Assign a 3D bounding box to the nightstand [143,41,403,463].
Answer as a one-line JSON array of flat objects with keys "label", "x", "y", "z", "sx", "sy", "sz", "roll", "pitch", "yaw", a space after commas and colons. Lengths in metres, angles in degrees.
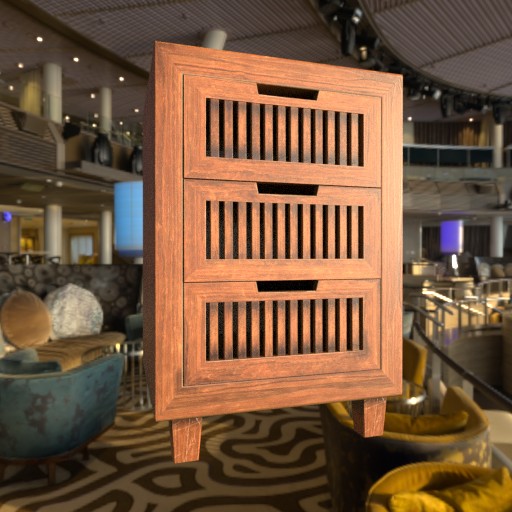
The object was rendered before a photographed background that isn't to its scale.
[{"label": "nightstand", "x": 0.000, "y": 0.000, "z": 0.976, "sx": 0.465, "sy": 0.695, "sz": 0.410, "roll": 0, "pitch": 0, "yaw": -17}]
